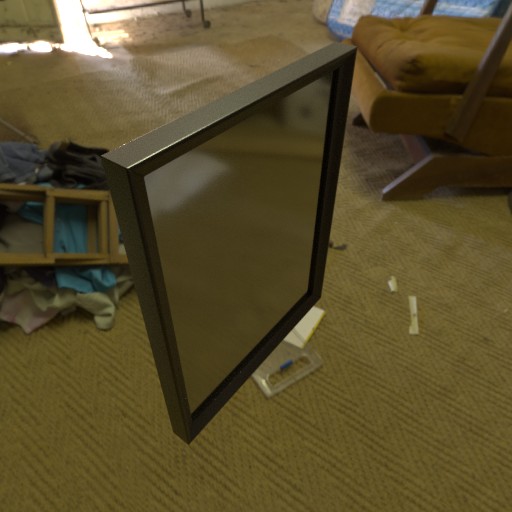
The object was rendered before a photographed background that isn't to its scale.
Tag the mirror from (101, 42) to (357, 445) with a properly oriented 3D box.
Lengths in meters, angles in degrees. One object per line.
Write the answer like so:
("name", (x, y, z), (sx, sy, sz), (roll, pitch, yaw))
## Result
("mirror", (0.000, 0.000, 0.670), (0.041, 0.509, 0.406), (27, 49, 27))
